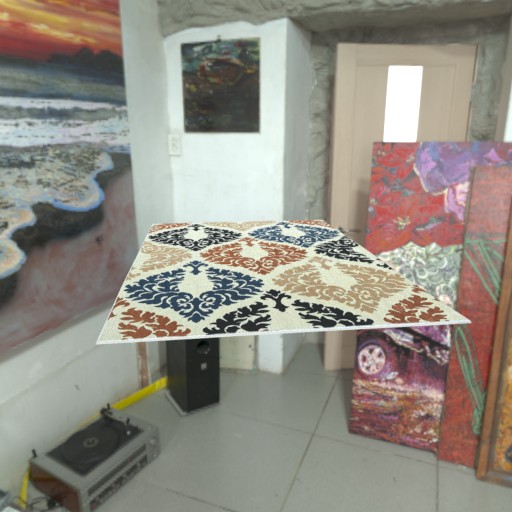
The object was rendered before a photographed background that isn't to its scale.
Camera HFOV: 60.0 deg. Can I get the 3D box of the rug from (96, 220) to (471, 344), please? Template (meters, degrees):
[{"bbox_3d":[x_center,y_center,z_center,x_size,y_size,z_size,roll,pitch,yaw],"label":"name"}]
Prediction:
[{"bbox_3d":[0.000,0.000,2.834,1.514,0.014,2.275,-2,15,-7],"label":"rug"}]
